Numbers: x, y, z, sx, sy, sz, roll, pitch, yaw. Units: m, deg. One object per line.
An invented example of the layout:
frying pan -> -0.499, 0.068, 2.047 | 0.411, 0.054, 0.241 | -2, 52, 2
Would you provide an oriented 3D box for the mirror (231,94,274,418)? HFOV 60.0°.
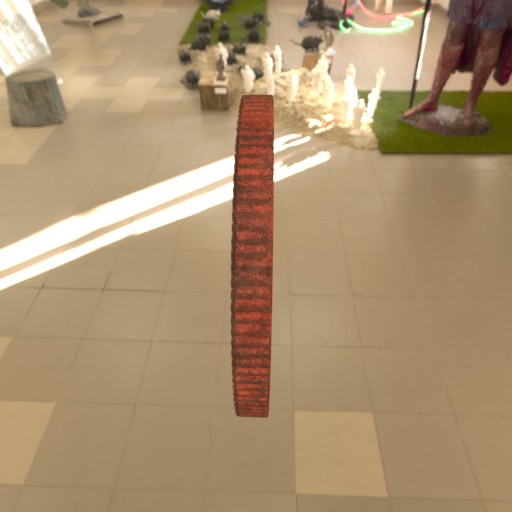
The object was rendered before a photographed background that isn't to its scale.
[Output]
mirror -> 0.000, 0.000, 0.890 | 0.056, 0.609, 0.609 | 1, 41, 1
